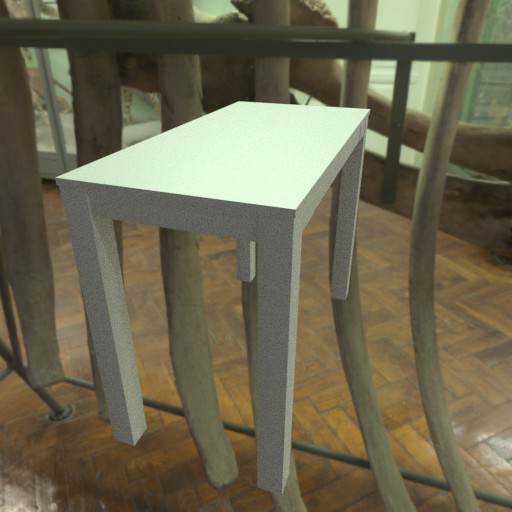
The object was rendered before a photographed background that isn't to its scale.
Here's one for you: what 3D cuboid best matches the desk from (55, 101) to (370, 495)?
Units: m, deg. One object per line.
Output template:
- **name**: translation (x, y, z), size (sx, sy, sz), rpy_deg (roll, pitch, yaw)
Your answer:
- **desk**: translation (0.000, 0.000, 1.401), size (0.497, 0.762, 0.990), rpy_deg (10, 30, 17)
